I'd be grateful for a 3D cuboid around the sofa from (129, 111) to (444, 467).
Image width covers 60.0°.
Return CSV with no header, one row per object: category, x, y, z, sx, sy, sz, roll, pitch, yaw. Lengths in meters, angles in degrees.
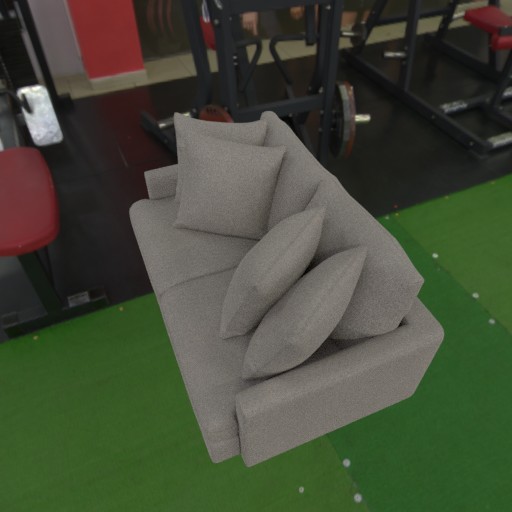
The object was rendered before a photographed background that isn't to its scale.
sofa,0.000,0.000,2.617,1.228,1.080,1.869,-17,49,-15
